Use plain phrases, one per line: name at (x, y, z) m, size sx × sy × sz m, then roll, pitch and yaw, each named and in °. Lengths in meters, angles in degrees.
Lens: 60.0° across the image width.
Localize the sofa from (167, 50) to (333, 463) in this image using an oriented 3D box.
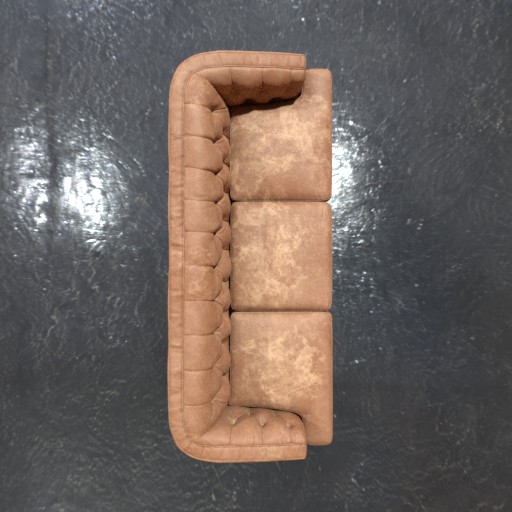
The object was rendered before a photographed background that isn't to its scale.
sofa at (0.000, 0.000, 2.675) m, size 0.922 × 0.791 × 2.257 m, roll 0°, pitch 89°, yaw 0°
